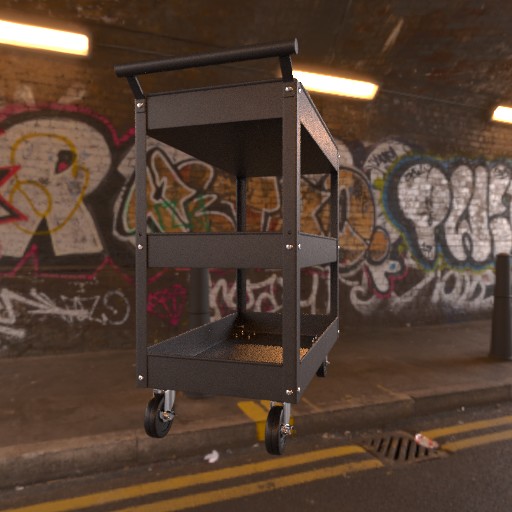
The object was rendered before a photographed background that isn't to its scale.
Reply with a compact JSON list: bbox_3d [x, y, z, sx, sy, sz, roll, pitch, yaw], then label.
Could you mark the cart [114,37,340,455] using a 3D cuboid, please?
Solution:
[{"bbox_3d":[0.000,0.000,1.173,0.366,0.780,0.719,0,1,17],"label":"cart"}]
